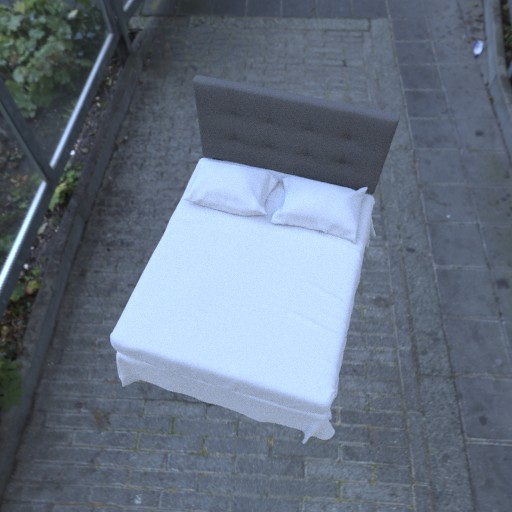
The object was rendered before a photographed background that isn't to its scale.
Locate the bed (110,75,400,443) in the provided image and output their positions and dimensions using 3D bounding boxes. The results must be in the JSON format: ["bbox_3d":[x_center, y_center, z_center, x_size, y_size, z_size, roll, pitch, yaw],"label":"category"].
[{"bbox_3d":[0.000,0.000,3.533,1.936,1.577,2.222,14,59,9],"label":"bed"}]
